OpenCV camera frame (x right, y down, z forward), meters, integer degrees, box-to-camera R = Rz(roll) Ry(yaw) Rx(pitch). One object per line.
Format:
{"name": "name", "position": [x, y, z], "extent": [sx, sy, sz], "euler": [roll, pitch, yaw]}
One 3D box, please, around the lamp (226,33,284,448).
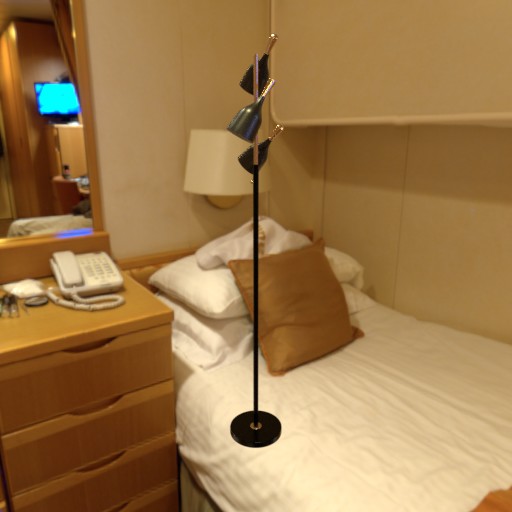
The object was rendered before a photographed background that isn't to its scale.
{"name": "lamp", "position": [0.000, 0.000, 1.942], "extent": [0.253, 1.778, 0.434], "euler": [2, 16, 8]}
